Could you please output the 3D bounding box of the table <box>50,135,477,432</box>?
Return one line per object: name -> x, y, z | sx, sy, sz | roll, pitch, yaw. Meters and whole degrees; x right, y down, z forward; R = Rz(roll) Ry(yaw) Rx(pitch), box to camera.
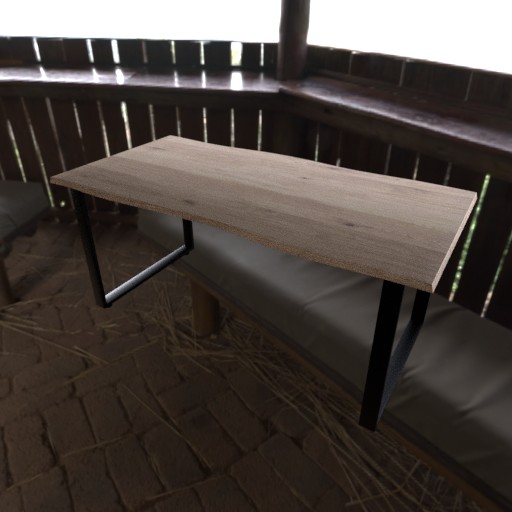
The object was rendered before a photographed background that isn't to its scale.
table -> 0.000, 0.000, 2.262 | 1.800, 0.780, 0.900 | 17, 35, 27
